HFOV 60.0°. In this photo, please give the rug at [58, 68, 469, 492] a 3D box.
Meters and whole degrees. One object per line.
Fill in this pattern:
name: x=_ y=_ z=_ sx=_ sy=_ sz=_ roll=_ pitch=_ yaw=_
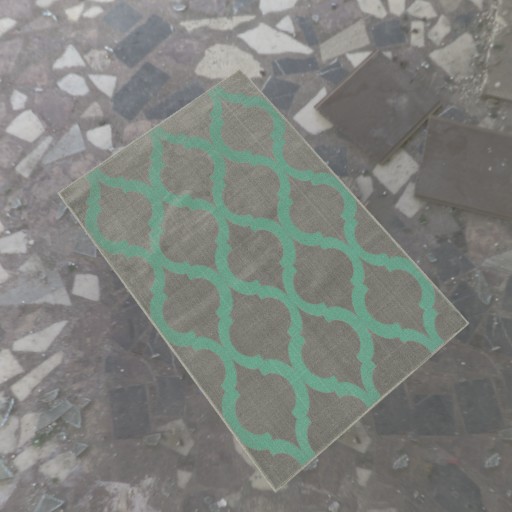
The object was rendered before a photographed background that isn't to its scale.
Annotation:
rug: x=0.000 y=0.000 z=2.816 sx=1.524 sy=0.006 sz=2.286 roll=-37 pitch=79 yaw=-8
